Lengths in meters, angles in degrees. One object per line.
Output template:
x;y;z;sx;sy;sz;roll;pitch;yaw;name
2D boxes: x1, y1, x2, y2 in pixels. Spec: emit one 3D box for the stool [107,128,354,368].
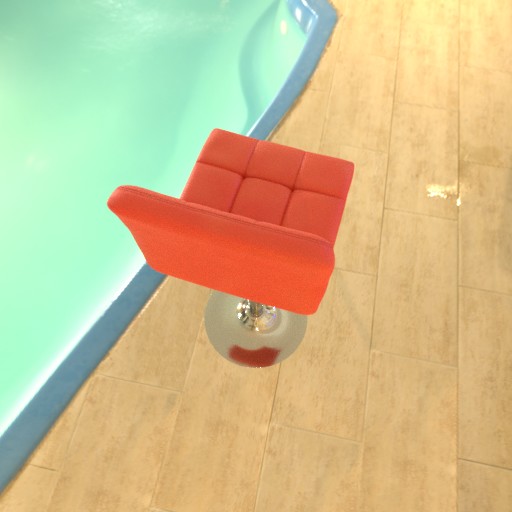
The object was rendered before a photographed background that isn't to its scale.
0.000;0.000;1.339;0.430;1.115;0.505;16;64;8;stool
